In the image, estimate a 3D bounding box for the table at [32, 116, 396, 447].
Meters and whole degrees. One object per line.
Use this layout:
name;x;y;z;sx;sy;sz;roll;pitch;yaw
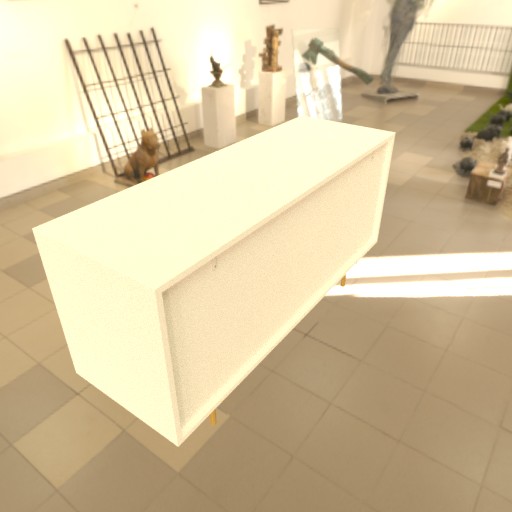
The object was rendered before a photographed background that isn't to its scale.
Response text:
table;0.000;0.000;1.864;0.508;0.769;1.500;21;38;30
